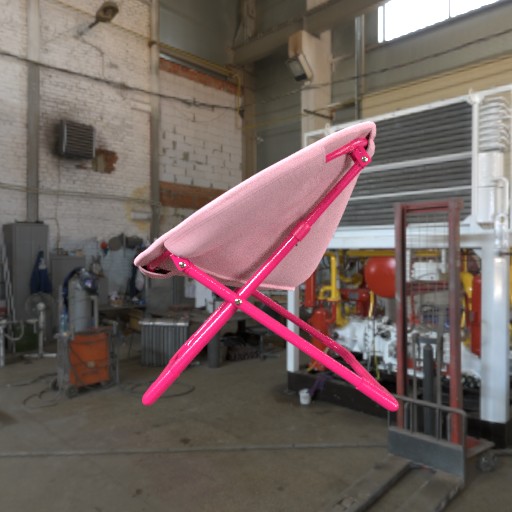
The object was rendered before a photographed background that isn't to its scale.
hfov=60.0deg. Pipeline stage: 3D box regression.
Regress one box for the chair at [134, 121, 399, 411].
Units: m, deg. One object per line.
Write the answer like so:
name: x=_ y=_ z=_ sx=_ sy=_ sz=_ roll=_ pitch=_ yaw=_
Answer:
chair: x=0.000 y=0.000 z=0.884 sx=0.459 sy=0.494 sz=0.522 roll=0 pitch=0 yaw=0
